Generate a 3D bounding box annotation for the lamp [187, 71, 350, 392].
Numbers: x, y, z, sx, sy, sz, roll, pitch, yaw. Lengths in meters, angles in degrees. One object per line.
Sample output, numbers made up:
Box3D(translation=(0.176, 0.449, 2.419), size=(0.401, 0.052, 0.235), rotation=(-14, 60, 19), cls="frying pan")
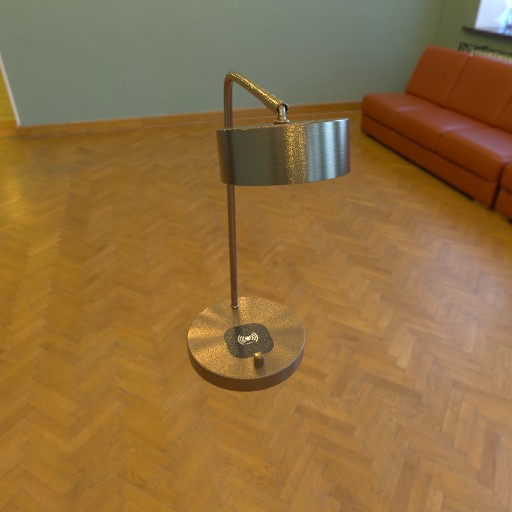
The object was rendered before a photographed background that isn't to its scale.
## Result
Box3D(translation=(0.000, 0.000, 0.513), size=(0.171, 0.380, 0.270), rotation=(-9, 34, -14), cls="lamp")
